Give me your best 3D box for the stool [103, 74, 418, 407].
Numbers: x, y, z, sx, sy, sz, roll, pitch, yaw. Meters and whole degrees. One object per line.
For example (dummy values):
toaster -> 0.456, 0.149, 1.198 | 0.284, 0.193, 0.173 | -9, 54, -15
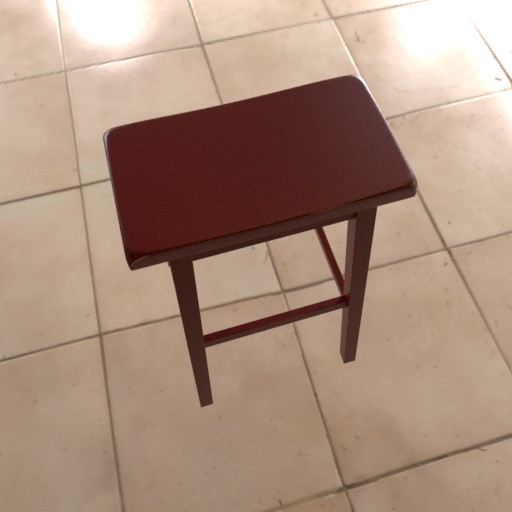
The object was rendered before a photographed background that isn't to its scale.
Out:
stool -> 0.000, 0.000, 1.016 | 0.457, 0.737, 0.476 | -15, 66, -7
